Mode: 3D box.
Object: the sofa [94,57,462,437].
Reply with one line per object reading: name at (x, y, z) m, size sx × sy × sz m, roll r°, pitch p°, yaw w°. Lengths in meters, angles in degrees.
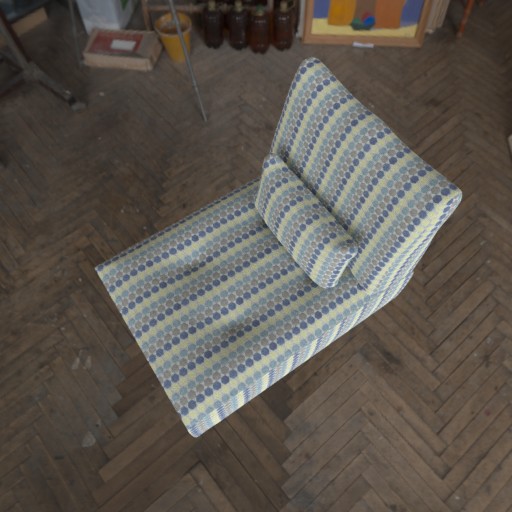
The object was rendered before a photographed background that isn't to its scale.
sofa at (0.000, 0.000, 1.562) m, size 1.000 × 0.820 × 0.700 m, roll -31°, pitch 67°, yaw -15°
